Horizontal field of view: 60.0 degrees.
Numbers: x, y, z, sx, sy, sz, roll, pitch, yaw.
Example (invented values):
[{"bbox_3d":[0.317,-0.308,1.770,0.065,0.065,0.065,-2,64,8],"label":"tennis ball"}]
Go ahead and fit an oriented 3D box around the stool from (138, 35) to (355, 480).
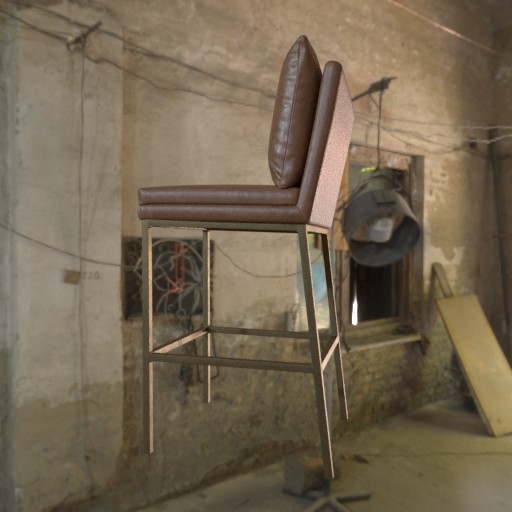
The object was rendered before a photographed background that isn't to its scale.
[{"bbox_3d":[0.000,0.000,1.389,0.571,1.124,0.463,0,2,17],"label":"stool"}]
